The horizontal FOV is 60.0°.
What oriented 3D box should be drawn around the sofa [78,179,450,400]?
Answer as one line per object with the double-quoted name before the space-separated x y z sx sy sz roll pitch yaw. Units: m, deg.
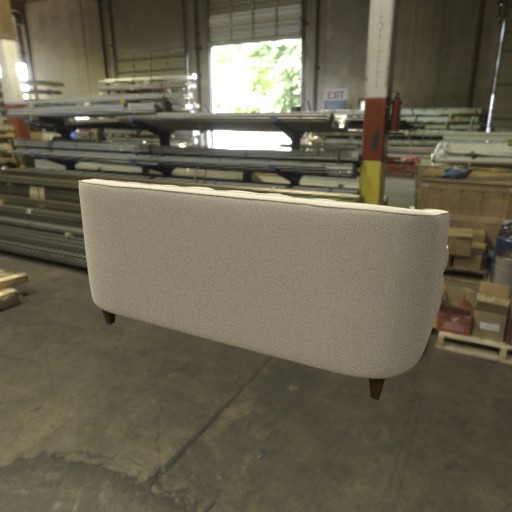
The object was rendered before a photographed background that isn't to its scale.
"sofa" 0.000 0.000 2.261 1.733 0.855 0.941 9 20 26
